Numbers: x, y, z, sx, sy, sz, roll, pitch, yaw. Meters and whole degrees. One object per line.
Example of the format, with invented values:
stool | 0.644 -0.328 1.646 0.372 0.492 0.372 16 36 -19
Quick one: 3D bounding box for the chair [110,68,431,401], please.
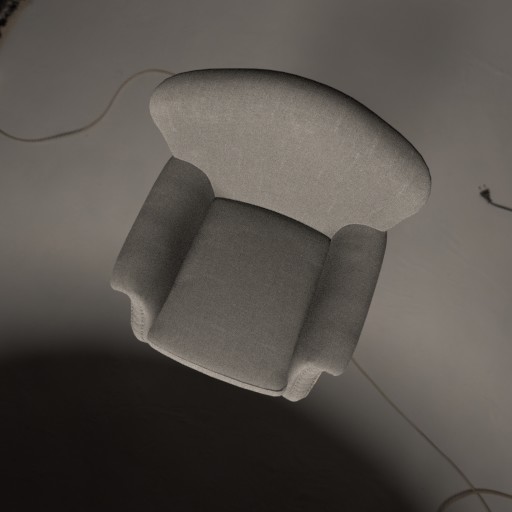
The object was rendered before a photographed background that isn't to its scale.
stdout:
chair | 0.000 0.000 1.629 0.861 0.936 0.921 20 77 5
